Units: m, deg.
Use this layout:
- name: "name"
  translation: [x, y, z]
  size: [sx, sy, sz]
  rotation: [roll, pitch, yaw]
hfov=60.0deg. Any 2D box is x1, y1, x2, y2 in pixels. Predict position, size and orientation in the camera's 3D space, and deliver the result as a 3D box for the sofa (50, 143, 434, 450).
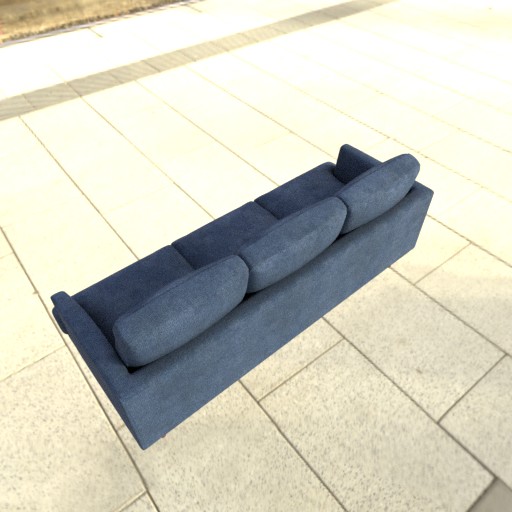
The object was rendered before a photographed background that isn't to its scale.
- name: "sofa"
  translation: [0.000, 0.000, 2.698]
  size: [2.246, 0.930, 0.903]
  rotation: [-31, 53, -27]
